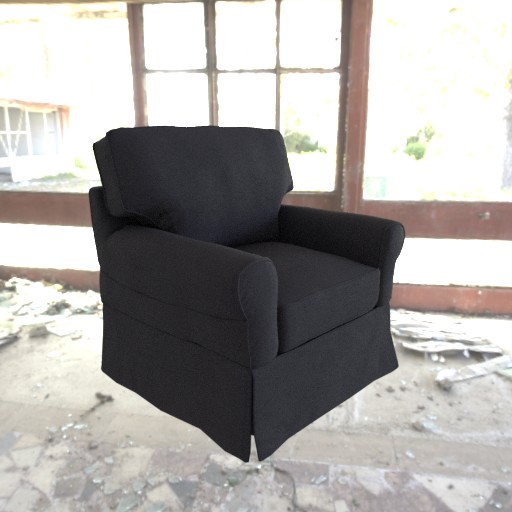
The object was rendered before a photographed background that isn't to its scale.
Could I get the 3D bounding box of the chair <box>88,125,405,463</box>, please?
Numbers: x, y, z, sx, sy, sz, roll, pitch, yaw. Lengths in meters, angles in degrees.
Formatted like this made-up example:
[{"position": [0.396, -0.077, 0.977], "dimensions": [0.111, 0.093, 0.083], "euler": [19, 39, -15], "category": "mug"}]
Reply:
[{"position": [0.000, 0.000, 1.993], "dimensions": [1.002, 1.140, 1.119], "euler": [14, 20, 43], "category": "chair"}]
